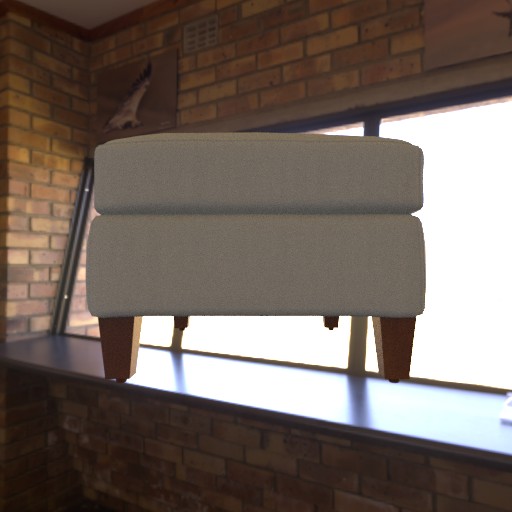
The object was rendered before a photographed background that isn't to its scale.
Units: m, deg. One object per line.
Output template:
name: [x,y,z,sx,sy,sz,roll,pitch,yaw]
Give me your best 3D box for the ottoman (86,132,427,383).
ottoman: [0.000,0.000,1.193,0.634,0.496,0.818,0,-2,0]
